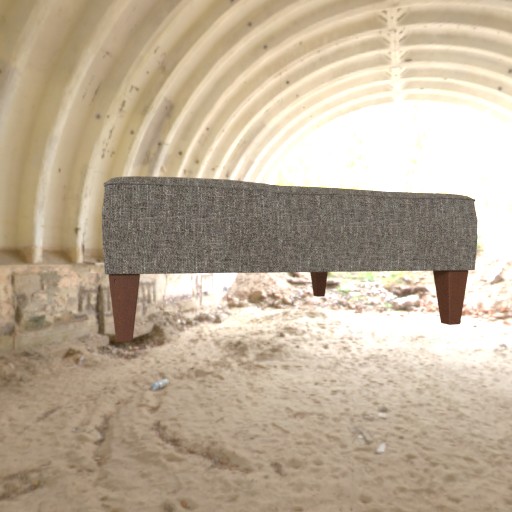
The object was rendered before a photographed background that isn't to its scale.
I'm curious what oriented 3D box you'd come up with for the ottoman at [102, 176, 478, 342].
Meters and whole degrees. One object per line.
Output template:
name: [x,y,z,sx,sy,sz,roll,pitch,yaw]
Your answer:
ottoman: [0.000,0.000,1.542,0.981,0.379,1.016,0,0,-16]
